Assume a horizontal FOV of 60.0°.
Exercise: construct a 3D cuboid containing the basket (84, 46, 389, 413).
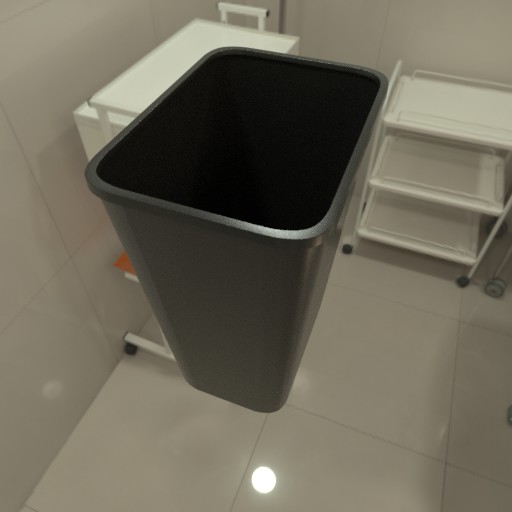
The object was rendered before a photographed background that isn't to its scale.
[{"bbox_3d":[0.000,0.000,0.756,0.287,0.521,0.394,16,49,14],"label":"basket"}]
